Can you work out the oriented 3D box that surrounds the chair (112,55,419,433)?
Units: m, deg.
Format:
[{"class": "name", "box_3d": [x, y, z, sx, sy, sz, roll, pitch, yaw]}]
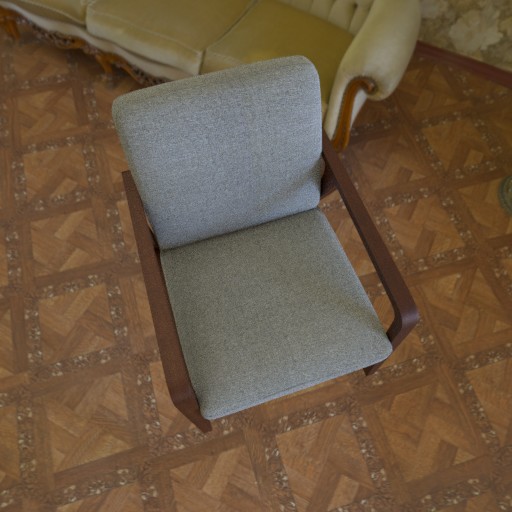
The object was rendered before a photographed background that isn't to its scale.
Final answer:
[{"class": "chair", "box_3d": [0.000, 0.000, 1.439, 0.704, 0.847, 0.858, -16, 64, -8]}]
